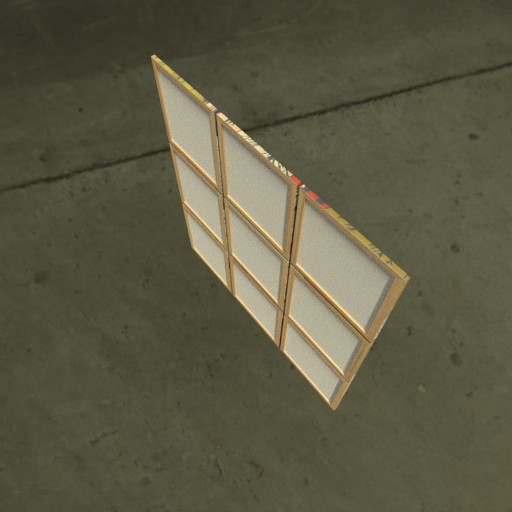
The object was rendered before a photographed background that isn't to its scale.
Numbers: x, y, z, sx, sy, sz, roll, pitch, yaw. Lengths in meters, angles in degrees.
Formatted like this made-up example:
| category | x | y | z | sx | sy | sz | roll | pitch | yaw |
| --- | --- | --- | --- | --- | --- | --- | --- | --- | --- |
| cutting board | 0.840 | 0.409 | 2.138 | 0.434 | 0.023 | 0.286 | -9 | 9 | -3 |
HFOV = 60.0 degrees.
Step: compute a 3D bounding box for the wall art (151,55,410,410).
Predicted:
| category | x | y | z | sx | sy | sz | roll | pitch | yaw |
| --- | --- | --- | --- | --- | --- | --- | --- | --- | --- |
| wall art | 0.000 | 0.000 | 1.395 | 0.013 | 0.913 | 0.904 | -34 | 63 | -20 |
